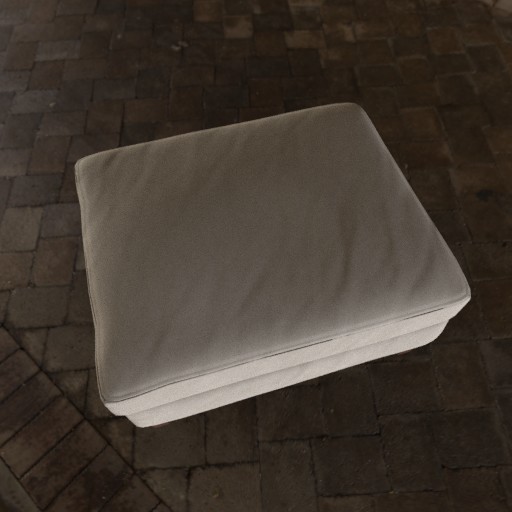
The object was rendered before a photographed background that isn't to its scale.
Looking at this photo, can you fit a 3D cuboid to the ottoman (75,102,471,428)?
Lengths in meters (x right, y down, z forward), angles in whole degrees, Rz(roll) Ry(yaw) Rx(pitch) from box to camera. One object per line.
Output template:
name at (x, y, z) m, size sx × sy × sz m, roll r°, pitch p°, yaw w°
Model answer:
ottoman at (0.000, 0.000, 1.463) m, size 1.002 × 0.492 × 0.836 m, roll -14°, pitch 60°, yaw -8°
